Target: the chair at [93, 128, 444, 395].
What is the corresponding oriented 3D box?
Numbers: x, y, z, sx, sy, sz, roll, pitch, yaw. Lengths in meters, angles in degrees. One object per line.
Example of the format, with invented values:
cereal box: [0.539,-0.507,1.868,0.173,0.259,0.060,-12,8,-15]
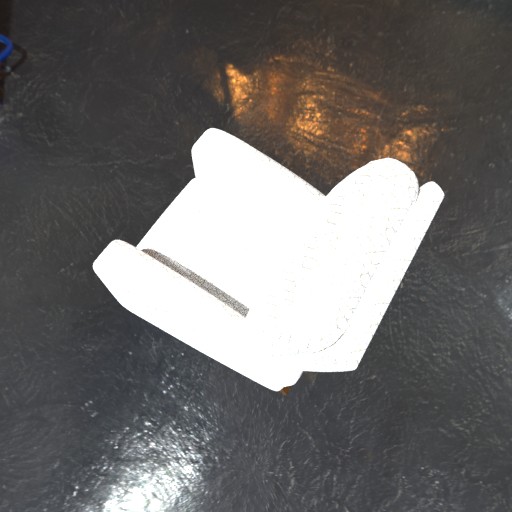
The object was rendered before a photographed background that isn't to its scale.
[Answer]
chair: [0.000,0.000,1.754,0.995,1.064,0.796,29,68,13]
